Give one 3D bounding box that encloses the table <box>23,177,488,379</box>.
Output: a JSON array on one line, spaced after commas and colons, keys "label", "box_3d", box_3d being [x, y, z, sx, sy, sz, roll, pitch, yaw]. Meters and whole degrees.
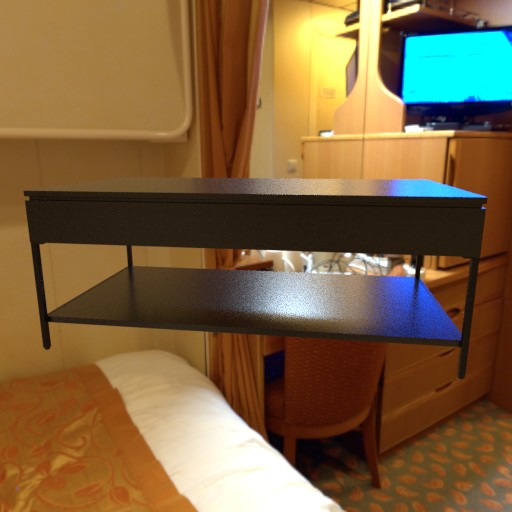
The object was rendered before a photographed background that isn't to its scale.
[{"label": "table", "box_3d": [0.000, 0.000, 1.359, 1.095, 0.435, 0.574, 2, 14, 8]}]
